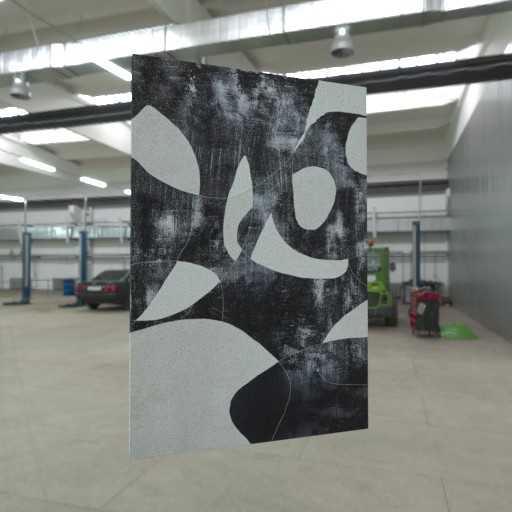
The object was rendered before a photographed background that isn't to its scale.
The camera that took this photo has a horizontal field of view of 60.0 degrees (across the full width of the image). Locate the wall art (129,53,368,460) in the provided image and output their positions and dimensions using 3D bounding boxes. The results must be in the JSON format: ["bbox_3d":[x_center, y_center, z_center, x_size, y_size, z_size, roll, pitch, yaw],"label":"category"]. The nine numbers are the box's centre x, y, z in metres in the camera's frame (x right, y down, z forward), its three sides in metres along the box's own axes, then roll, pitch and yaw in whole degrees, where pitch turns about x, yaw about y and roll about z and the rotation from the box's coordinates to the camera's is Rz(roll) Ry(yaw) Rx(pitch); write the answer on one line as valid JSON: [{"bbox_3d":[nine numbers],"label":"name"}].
[{"bbox_3d":[0.000,0.000,0.746,0.407,0.610,0.039,0,-1,-18],"label":"wall art"}]
